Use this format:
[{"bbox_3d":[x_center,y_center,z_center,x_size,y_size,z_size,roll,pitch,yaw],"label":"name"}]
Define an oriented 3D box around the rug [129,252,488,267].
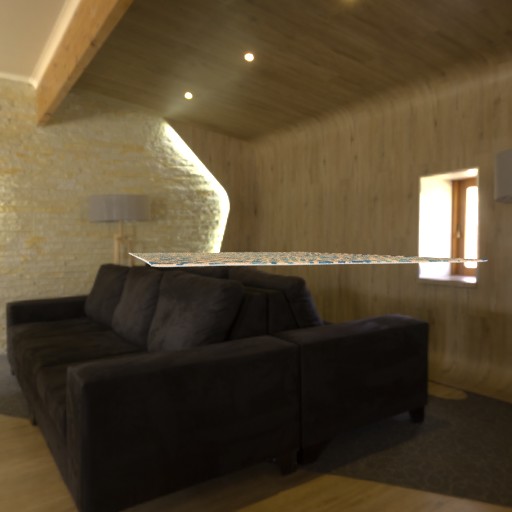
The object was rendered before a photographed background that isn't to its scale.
[{"bbox_3d":[0.000,0.000,2.300,1.209,0.011,1.830,0,2,-18],"label":"rug"}]
